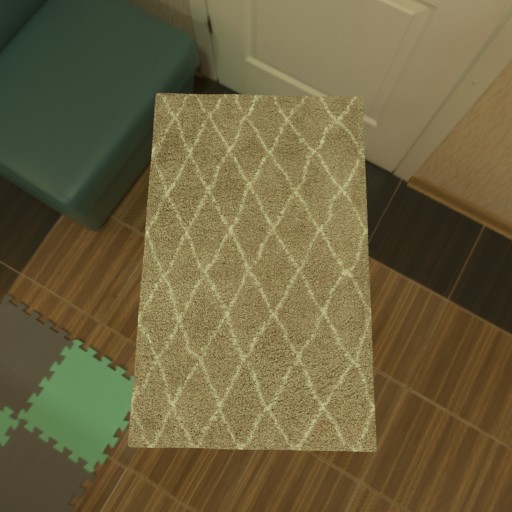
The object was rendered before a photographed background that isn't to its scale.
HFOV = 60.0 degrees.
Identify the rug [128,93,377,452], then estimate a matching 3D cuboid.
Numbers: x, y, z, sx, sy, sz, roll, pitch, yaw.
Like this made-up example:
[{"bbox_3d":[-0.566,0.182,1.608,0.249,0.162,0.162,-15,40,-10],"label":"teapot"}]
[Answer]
[{"bbox_3d":[0.000,0.000,2.994,1.524,0.030,2.438,1,77,0],"label":"rug"}]
